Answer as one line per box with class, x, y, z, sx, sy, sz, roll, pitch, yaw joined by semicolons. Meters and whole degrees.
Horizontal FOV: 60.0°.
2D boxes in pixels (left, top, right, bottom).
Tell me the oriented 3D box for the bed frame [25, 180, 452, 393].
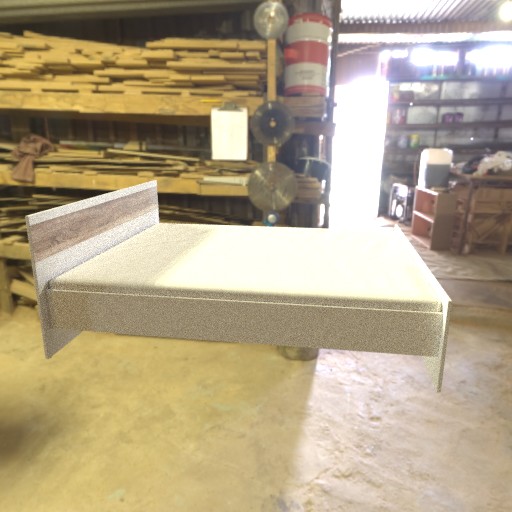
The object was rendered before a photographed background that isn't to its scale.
bed frame;0.000;0.000;2.981;2.060;0.800;1.720;2;16;9
